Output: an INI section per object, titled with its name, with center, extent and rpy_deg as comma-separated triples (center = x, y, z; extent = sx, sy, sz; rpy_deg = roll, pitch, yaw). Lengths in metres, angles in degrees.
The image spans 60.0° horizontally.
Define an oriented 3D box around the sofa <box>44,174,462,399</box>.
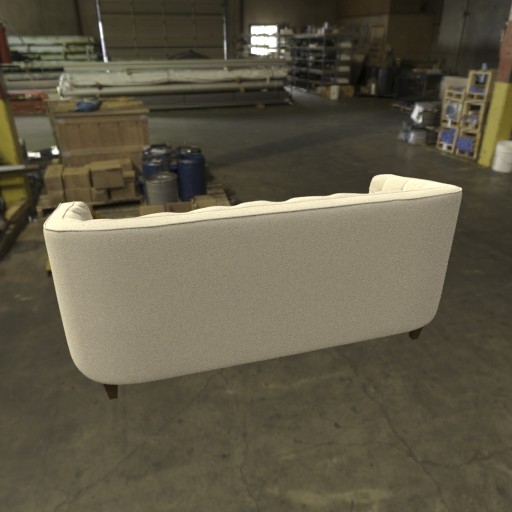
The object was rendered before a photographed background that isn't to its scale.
[sofa]
center = 0.000, 0.000, 2.144
extent = 1.733, 0.855, 0.941
rpy_deg = -7, 27, -15
